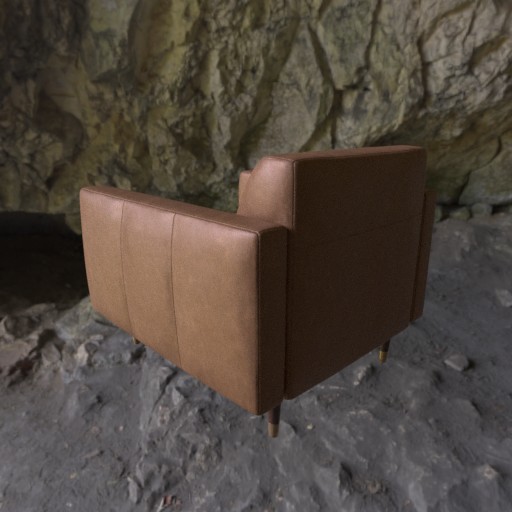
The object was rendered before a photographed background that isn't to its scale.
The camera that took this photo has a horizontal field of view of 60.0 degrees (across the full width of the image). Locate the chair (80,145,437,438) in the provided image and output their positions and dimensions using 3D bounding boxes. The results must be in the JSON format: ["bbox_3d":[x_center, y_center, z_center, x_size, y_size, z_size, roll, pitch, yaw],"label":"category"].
[{"bbox_3d":[0.000,0.000,1.673,0.953,0.819,0.998,-16,23,-42],"label":"chair"}]
